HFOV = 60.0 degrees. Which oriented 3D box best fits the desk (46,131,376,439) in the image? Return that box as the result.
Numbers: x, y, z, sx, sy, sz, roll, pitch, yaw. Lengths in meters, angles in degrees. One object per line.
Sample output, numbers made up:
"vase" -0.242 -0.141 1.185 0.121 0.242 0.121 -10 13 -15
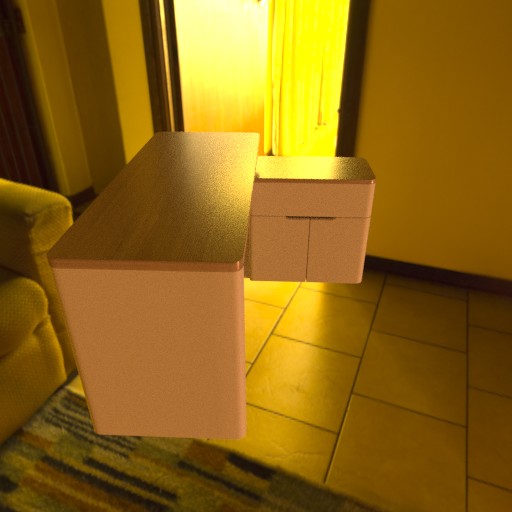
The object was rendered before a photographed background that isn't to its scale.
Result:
"desk" 0.000 0.000 2.051 1.175 0.770 1.400 1 30 2
